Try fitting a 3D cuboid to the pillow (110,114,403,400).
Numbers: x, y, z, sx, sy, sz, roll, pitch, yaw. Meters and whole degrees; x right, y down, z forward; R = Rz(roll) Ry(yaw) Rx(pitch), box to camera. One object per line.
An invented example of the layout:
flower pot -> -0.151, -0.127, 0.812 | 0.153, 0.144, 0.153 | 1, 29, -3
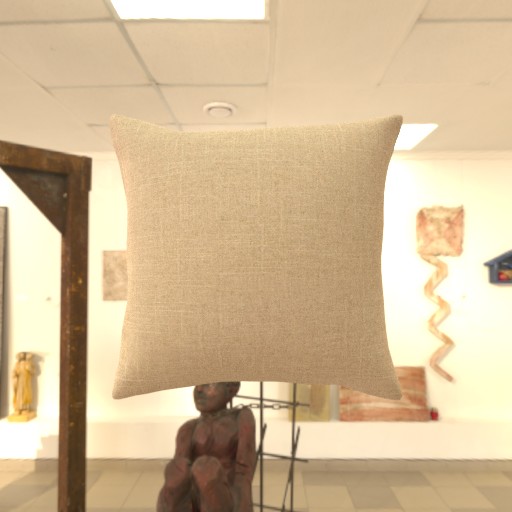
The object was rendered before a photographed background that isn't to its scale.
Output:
pillow -> 0.000, 0.000, 0.621 | 0.414, 0.399, 0.173 | 0, -2, 0
